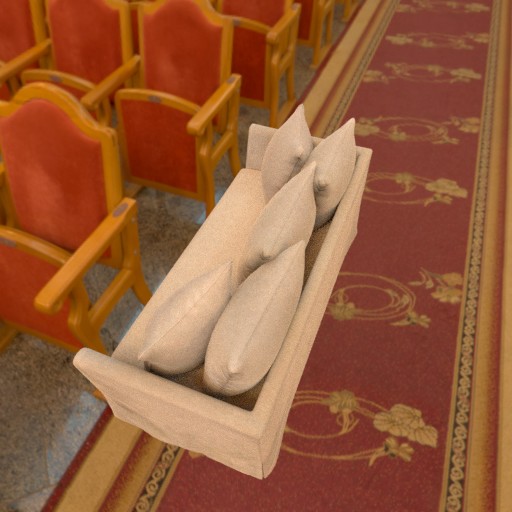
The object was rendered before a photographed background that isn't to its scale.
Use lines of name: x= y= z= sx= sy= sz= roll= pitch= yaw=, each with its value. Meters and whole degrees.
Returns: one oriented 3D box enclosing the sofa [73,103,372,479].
sofa: x=0.000 y=0.000 z=2.855 sx=1.031 sy=1.034 sz=2.290 roll=16 pitch=49 yaw=15
